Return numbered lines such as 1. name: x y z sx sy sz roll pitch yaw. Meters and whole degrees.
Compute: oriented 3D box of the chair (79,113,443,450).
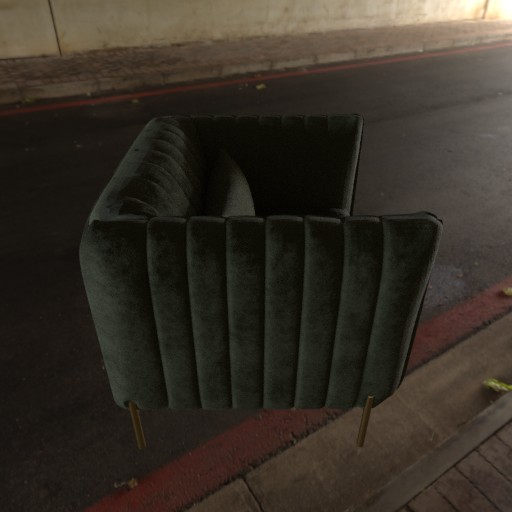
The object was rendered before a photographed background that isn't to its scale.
1. chair: 0.000 0.000 1.593 0.877 0.794 1.032 0 33 -1
